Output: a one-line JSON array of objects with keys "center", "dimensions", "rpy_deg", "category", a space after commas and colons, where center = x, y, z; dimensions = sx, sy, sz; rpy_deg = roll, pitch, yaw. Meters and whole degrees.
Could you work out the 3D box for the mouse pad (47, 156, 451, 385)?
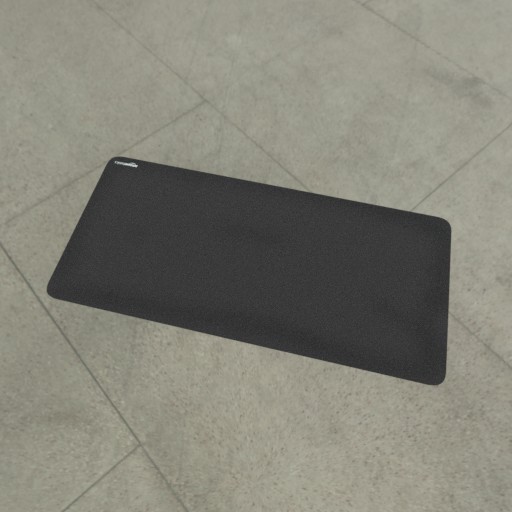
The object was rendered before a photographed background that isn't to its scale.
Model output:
[{"center": [0.000, 0.000, 1.062], "dimensions": [0.907, 0.003, 0.424], "rpy_deg": [12, 63, 6], "category": "mouse pad"}]
